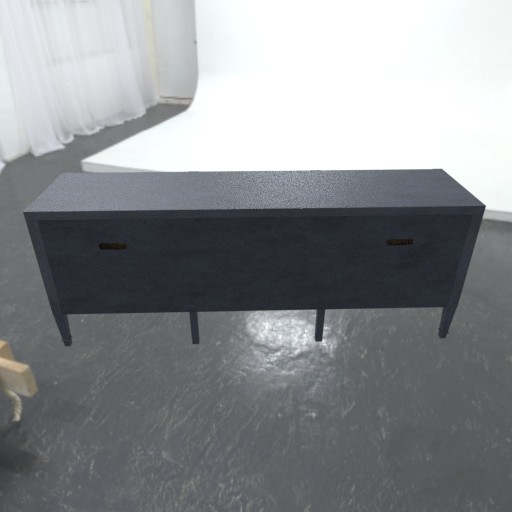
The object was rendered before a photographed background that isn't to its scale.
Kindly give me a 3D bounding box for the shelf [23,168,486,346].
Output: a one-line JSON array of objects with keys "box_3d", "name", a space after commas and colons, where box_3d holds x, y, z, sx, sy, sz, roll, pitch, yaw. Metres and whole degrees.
[{"box_3d": [0.000, 0.000, 2.179, 1.878, 0.715, 0.471, -1, 30, -2], "name": "shelf"}]
